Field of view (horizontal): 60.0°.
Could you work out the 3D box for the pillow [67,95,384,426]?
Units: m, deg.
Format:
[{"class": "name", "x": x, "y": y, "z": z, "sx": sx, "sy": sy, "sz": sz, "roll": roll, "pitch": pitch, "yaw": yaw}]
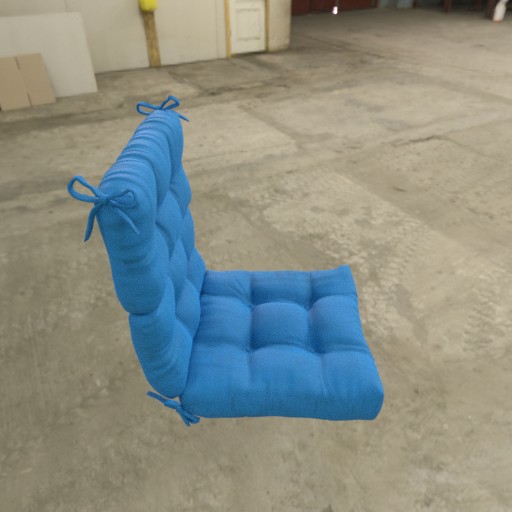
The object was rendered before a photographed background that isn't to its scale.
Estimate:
[{"class": "pillow", "x": 0.000, "y": 0.000, "z": 1.015, "sx": 0.571, "sy": 0.605, "sz": 0.519, "roll": 0, "pitch": 35, "yaw": 1}]
